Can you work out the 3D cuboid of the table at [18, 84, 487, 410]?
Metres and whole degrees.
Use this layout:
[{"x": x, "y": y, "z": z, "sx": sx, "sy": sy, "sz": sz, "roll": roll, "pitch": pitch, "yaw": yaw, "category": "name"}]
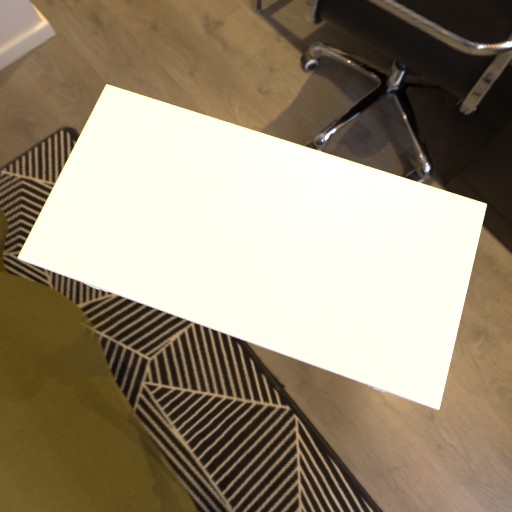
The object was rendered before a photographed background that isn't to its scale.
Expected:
[{"x": 0.000, "y": 0.000, "z": 1.400, "sx": 1.107, "sy": 0.510, "sz": 0.550, "roll": 19, "pitch": 76, "yaw": 5, "category": "table"}]
